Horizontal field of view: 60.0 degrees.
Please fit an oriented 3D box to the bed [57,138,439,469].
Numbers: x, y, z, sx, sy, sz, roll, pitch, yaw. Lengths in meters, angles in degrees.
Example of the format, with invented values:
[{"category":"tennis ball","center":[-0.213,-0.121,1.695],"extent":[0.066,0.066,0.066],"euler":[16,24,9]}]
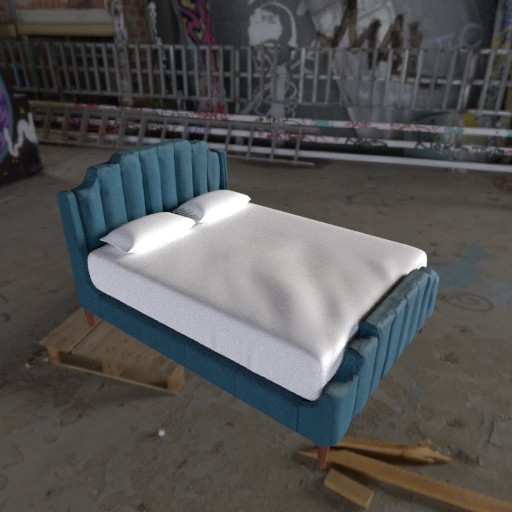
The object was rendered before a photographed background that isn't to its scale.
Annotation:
[{"category":"bed","center":[0.000,0.000,3.324],"extent":[2.322,1.351,1.676],"euler":[19,33,33]}]
